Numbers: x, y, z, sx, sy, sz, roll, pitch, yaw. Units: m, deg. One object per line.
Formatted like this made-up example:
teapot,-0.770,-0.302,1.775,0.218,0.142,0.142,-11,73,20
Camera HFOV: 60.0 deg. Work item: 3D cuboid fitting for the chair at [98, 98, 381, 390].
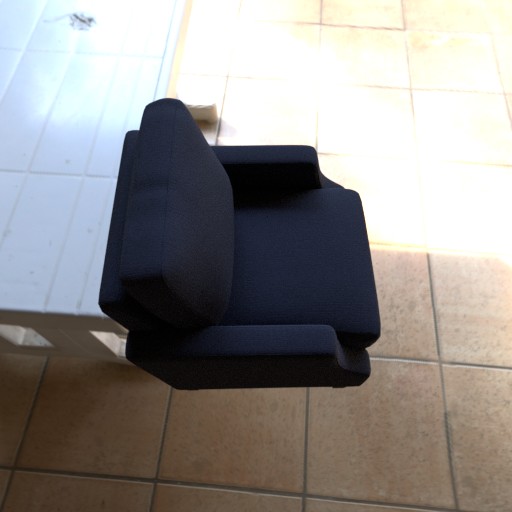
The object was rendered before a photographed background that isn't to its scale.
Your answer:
chair,0.000,0.000,1.669,0.897,0.991,0.855,-1,62,0
